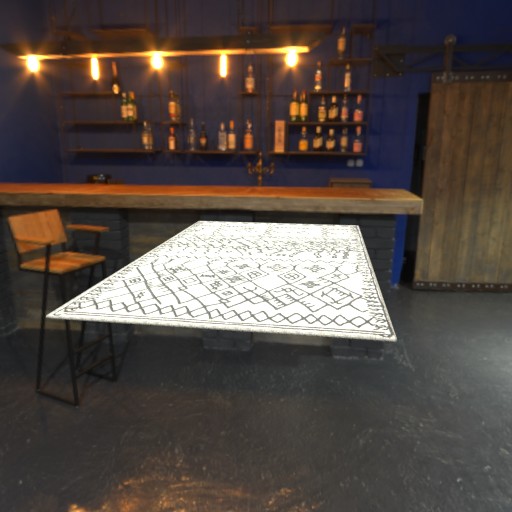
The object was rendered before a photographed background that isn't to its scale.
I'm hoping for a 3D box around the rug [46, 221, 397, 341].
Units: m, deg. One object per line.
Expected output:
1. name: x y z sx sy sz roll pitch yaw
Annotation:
1. rug: 0.000 0.000 3.042 1.526 0.012 2.444 2 15 9
